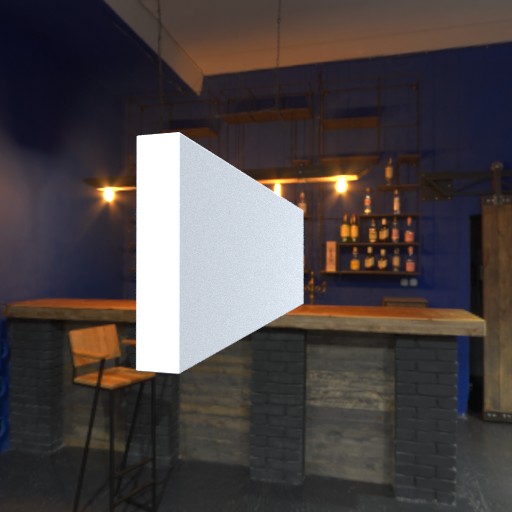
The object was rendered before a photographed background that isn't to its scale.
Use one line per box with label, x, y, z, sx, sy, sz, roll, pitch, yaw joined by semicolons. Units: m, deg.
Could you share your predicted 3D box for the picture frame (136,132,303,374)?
picture frame;0.000;0.000;0.830;0.050;0.250;0.759;0;-1;16
